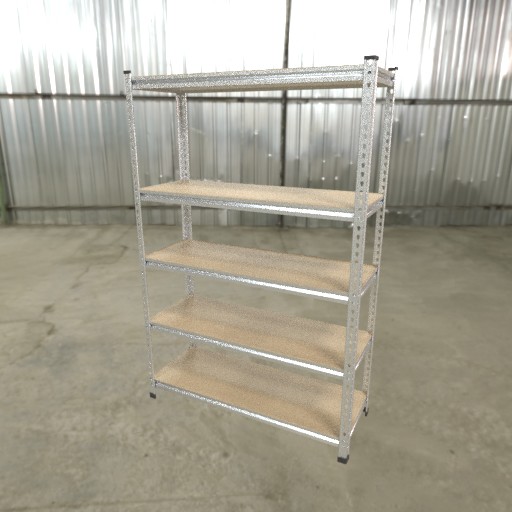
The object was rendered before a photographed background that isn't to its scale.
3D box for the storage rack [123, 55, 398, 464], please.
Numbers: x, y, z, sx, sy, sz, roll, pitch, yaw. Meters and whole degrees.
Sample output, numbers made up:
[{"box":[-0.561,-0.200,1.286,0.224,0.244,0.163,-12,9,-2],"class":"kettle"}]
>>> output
[{"box":[0.000,0.000,2.343,1.219,1.829,0.457,9,19,26],"class":"storage rack"}]
